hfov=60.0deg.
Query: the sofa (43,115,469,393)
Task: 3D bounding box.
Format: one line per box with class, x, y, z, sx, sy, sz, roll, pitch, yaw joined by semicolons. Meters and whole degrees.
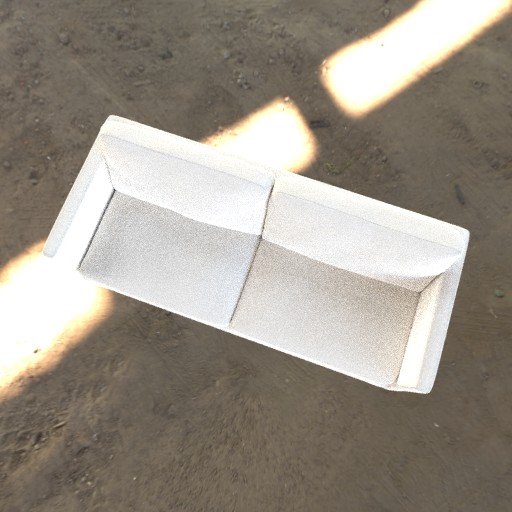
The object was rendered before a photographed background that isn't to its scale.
sofa;0.000;0.000;2.602;2.139;0.933;0.924;19;76;5
